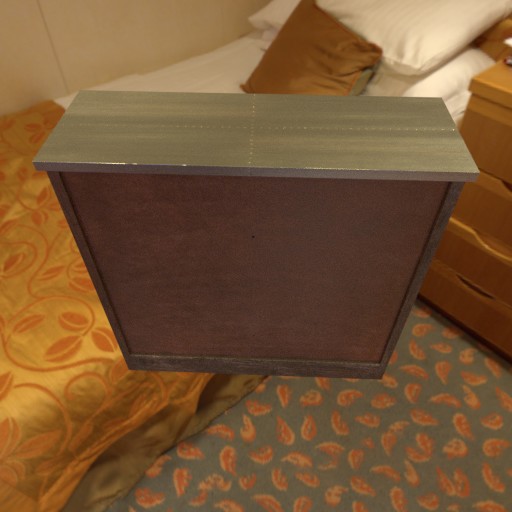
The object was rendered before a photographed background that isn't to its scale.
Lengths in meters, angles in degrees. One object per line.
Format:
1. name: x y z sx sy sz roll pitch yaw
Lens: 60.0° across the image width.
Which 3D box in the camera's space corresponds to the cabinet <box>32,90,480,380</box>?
1. cabinet: 0.000 0.000 1.406 0.968 0.919 0.338 2 47 2
